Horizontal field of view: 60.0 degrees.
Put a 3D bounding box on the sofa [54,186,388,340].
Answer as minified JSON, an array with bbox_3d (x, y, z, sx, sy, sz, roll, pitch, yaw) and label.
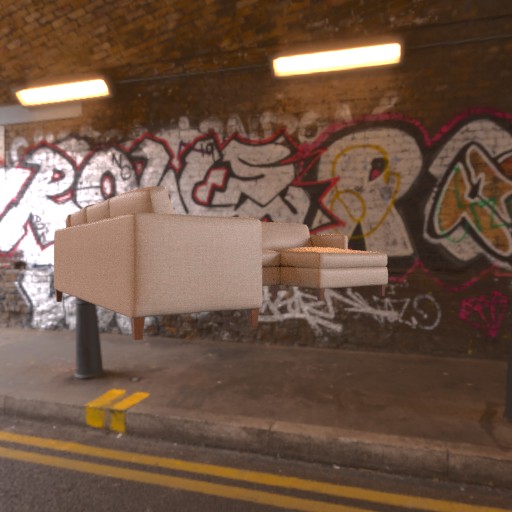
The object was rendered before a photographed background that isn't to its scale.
[{"bbox_3d":[0.000,0.000,4.577,3.460,0.961,2.594,0,1,-34],"label":"sofa"}]
